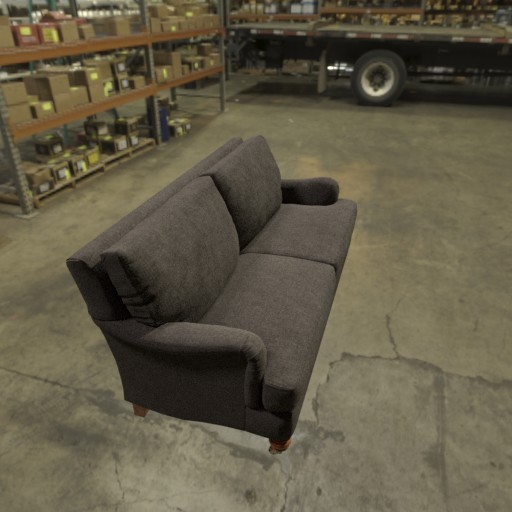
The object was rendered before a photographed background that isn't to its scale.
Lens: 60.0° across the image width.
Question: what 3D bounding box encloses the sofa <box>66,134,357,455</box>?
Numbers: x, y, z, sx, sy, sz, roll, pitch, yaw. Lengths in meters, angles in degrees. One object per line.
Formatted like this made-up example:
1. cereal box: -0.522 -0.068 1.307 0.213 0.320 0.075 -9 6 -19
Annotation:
1. sofa: 0.000 0.000 2.863 1.087 1.054 2.160 9 31 16
